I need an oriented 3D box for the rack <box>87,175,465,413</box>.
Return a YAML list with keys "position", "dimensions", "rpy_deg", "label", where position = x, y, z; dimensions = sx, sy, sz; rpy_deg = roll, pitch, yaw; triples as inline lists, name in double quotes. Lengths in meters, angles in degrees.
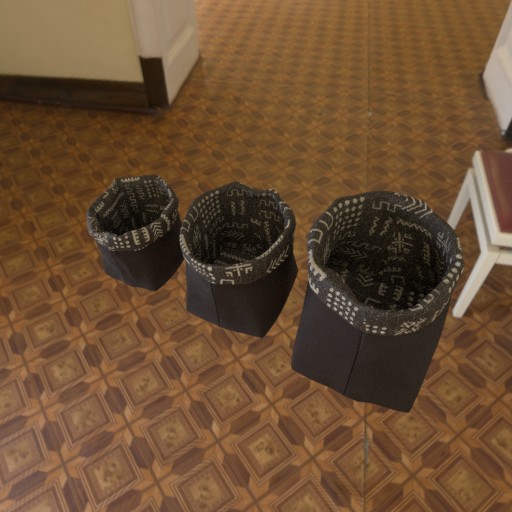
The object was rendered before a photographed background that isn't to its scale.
- position: [0.000, 0.000, 1.072]
  dimensions: [0.905, 0.323, 0.379]
  rpy_deg: [17, 49, 16]
  label: "rack"
